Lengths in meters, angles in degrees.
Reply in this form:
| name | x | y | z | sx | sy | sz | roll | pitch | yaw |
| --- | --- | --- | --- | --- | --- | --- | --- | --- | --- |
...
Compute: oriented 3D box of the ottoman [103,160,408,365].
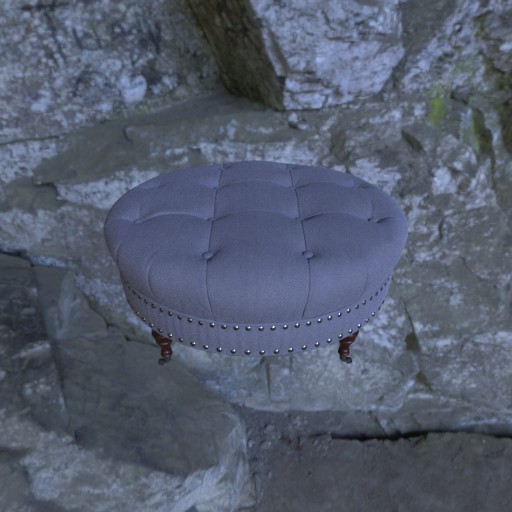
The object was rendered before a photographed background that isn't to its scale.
| name | x | y | z | sx | sy | sz | roll | pitch | yaw |
| --- | --- | --- | --- | --- | --- | --- | --- | --- | --- |
| ottoman | 0.000 | 0.000 | 1.439 | 0.901 | 0.439 | 0.901 | 0 | 30 | 0 |
